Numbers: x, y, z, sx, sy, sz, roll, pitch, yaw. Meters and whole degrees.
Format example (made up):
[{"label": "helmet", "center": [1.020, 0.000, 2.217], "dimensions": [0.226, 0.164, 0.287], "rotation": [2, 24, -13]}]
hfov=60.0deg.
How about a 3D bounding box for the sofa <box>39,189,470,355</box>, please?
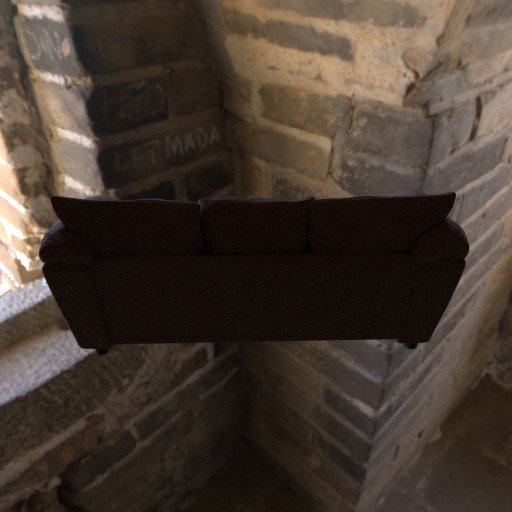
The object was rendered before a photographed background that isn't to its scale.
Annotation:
[{"label": "sofa", "center": [0.000, 0.000, 2.773], "dimensions": [2.336, 1.015, 0.878], "rotation": [-1, 30, -1]}]
